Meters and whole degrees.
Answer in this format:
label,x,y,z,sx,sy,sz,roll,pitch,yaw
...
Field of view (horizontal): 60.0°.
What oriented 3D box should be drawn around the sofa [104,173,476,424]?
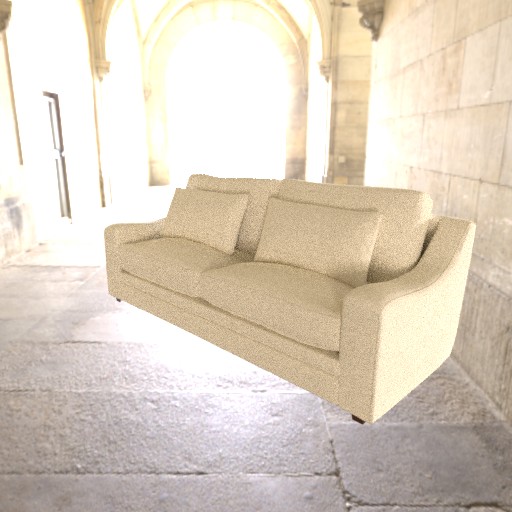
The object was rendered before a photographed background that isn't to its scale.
label,x,y,z,sx,sy,sz,roll,pitch,yaw
sofa,0.000,0.000,3.033,2.470,1.022,1.009,14,21,43
